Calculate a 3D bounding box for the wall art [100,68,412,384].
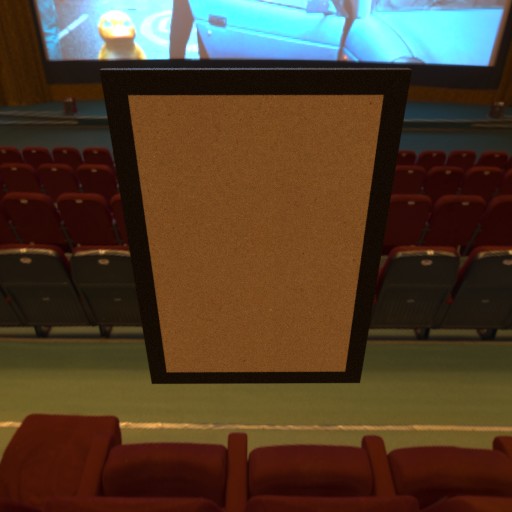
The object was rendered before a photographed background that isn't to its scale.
[{"bbox_3d":[0.000,0.000,0.680,0.381,0.534,0.013,0,30,0],"label":"wall art"}]
